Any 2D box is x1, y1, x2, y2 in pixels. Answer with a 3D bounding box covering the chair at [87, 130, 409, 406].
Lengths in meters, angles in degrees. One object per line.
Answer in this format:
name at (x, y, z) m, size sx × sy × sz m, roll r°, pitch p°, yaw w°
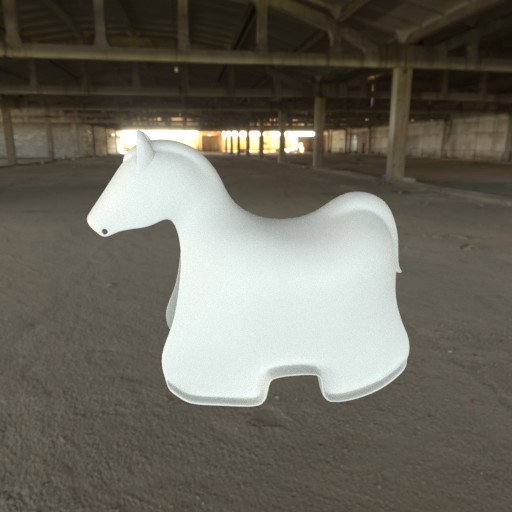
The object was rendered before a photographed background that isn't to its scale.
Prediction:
chair at (0.000, 0.000, 1.130) m, size 0.800 × 0.612 × 0.429 m, roll -2°, pitch 14°, yaw -9°
